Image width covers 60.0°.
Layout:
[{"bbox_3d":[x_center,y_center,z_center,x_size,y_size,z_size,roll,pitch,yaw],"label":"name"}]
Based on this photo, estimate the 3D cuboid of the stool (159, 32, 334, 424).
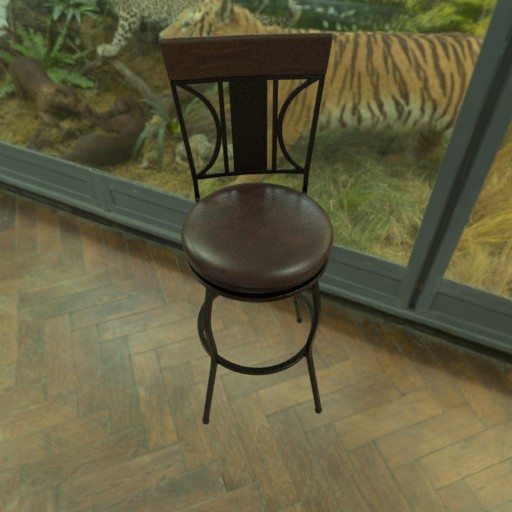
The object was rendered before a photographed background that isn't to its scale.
[{"bbox_3d":[0.000,0.000,1.366,0.448,1.130,0.513,-4,45,-4],"label":"stool"}]
